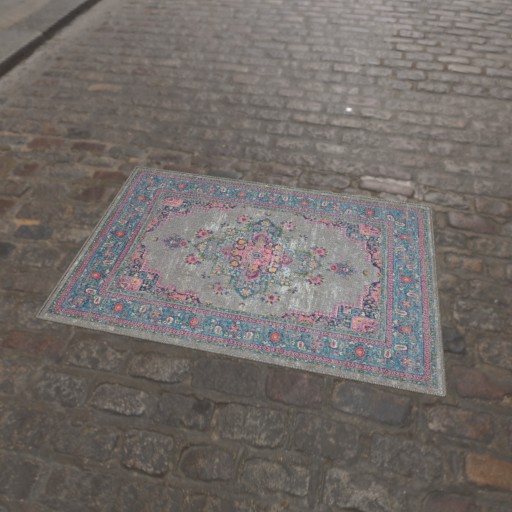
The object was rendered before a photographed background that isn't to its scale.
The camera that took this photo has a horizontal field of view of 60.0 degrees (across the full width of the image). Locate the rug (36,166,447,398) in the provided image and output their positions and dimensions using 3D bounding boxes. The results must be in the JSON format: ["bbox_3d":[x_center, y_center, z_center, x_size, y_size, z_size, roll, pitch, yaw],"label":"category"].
[{"bbox_3d":[0.000,0.000,2.204,1.748,0.014,1.144,9,48,8],"label":"rug"}]
